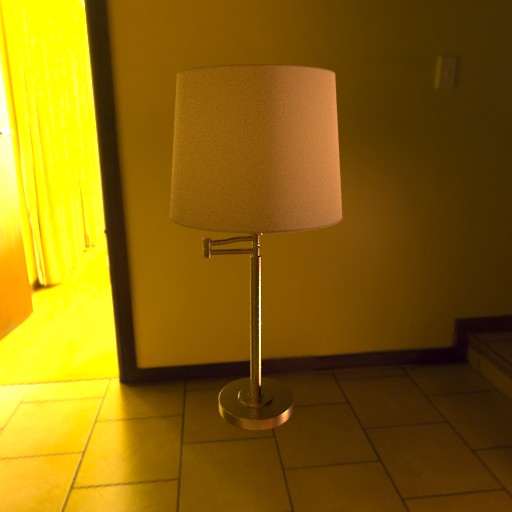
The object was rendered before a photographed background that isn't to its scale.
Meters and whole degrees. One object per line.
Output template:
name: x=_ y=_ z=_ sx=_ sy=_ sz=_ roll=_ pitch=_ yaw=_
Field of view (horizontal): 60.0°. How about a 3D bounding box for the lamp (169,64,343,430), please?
lamp: x=0.000 y=0.000 z=0.890 sx=0.333 sy=0.696 sz=0.333 roll=0 pitch=16 yaw=0
